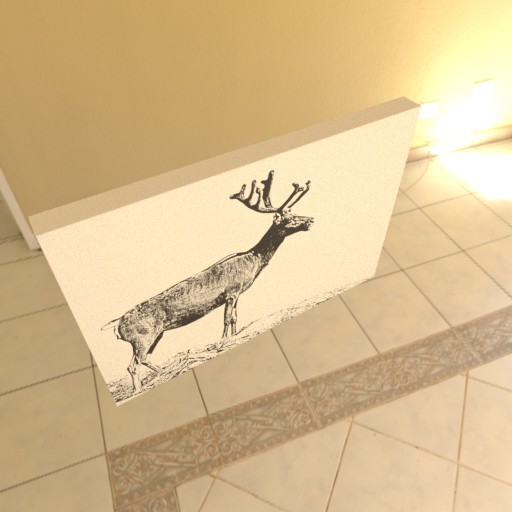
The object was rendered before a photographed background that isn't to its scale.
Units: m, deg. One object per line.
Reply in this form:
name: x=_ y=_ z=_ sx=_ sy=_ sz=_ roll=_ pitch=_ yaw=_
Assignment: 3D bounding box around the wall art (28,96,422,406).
wall art: x=0.000 y=0.000 z=0.772 sx=0.608 sy=0.414 sz=0.042 roll=-23 pitch=50 yaw=-21
